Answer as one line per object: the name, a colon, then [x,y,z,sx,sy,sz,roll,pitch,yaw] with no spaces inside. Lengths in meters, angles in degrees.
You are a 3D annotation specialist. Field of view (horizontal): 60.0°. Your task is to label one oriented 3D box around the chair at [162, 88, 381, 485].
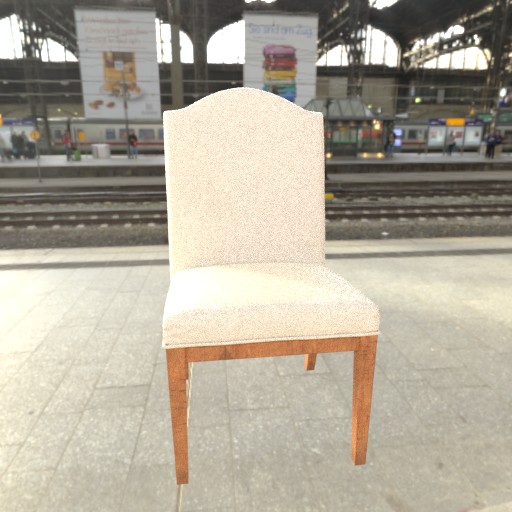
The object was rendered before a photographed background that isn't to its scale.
chair: [0.000,0.000,1.337,0.534,1.012,0.648,-2,15,-8]
